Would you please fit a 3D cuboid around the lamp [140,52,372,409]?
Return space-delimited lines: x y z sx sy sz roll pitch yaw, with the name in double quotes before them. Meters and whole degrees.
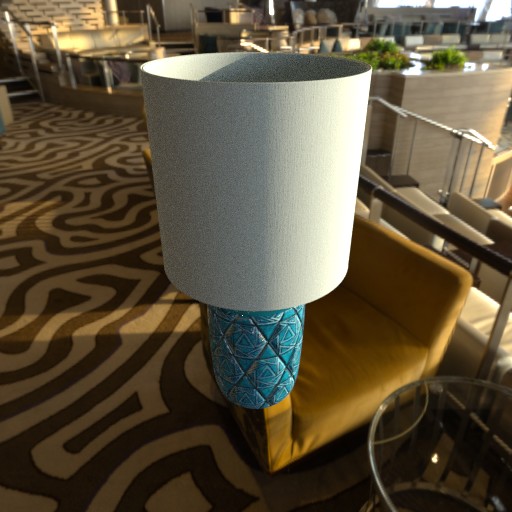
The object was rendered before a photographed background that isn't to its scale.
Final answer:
"lamp" 0.000 0.000 0.472 0.193 0.377 0.193 -22 37 -33
